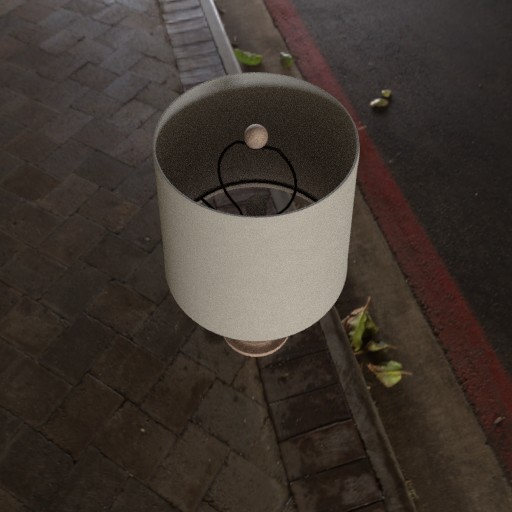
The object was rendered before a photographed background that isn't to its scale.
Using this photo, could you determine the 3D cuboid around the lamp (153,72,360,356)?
[{"bbox_3d":[0.000,0.000,0.668,0.273,0.497,0.273,0,58,0],"label":"lamp"}]
